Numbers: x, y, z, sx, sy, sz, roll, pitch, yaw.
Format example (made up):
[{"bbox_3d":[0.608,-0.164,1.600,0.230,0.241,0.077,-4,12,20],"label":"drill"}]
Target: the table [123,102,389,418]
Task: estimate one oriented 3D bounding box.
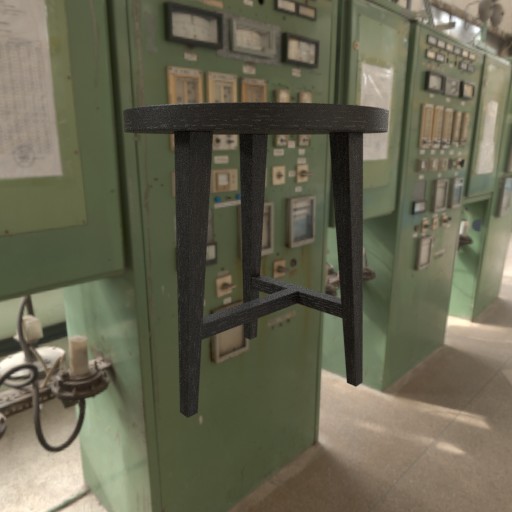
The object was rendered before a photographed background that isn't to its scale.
[{"bbox_3d":[0.000,0.000,0.749,0.399,0.460,0.399,0,14,0],"label":"table"}]
